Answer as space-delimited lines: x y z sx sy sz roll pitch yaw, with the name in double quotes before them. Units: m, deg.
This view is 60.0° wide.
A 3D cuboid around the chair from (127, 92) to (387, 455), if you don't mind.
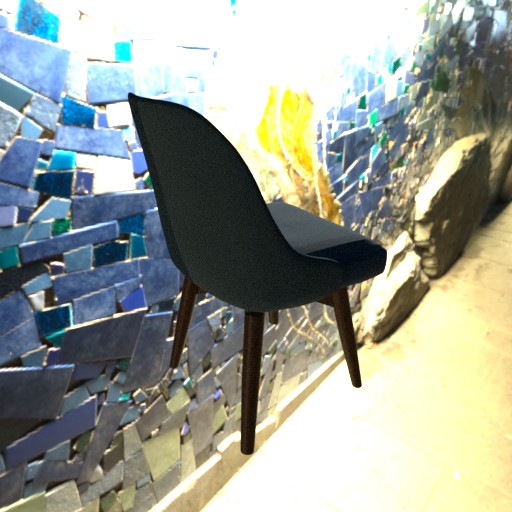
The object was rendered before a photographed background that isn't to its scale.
"chair" 0.000 0.000 1.238 0.589 0.882 0.503 -18 31 -32
